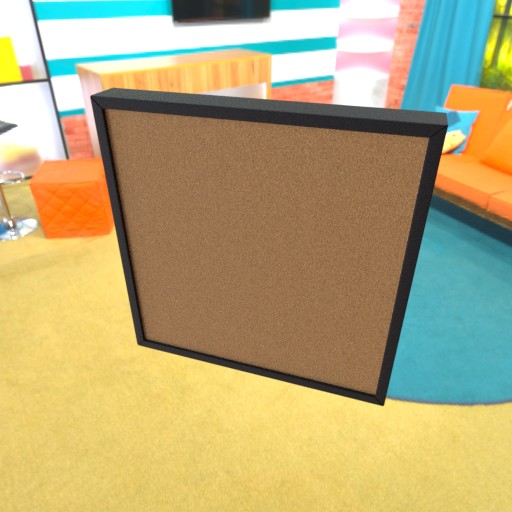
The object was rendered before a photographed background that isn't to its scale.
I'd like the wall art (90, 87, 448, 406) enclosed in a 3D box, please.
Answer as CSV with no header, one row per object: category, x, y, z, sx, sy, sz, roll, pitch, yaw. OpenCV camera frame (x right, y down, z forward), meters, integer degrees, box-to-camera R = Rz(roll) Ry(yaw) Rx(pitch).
wall art,0.000,0.000,0.456,0.305,0.305,0.037,10,33,15
